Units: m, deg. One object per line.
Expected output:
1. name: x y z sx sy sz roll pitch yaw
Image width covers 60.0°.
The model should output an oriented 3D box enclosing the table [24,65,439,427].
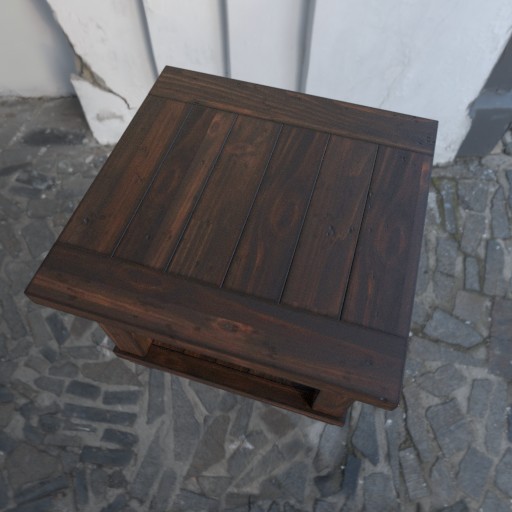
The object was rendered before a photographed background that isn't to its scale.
1. table: 0.000 0.000 1.001 0.606 0.437 0.593 15 61 8
